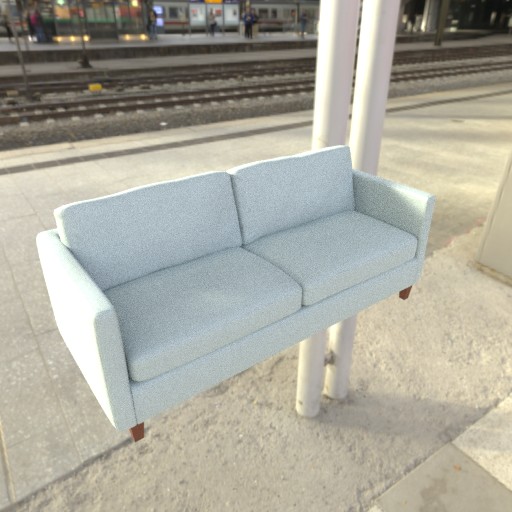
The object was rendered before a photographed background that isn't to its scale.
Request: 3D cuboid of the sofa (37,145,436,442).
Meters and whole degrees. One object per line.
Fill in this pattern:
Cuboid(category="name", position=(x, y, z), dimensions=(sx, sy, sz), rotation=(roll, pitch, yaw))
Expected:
Cuboid(category="sofa", position=(0.000, 0.000, 2.676), dimensions=(2.208, 0.965, 0.951), rotation=(-19, 34, -32))
